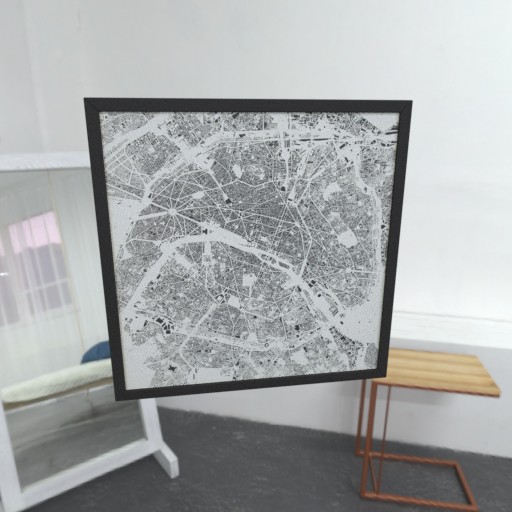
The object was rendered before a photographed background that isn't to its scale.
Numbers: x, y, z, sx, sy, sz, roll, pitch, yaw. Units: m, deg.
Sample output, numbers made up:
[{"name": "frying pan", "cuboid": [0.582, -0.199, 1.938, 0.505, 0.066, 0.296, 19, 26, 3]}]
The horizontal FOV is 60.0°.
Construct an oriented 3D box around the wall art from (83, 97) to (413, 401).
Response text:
[{"name": "wall art", "cuboid": [0.000, 0.000, 1.142, 0.763, 0.763, 0.037, -3, 17, -8]}]
